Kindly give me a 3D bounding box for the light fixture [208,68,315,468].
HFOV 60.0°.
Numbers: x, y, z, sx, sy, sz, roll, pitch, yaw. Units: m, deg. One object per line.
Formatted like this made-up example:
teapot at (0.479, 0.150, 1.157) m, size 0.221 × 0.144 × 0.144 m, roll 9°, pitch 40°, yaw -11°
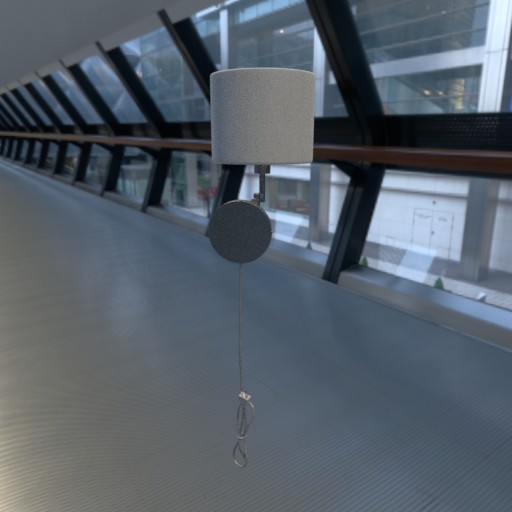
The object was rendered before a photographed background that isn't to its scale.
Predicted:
light fixture at (0.000, 0.000, 1.070) m, size 0.253 × 0.842 × 0.479 m, roll 2°, pitch 15°, yaw 8°
